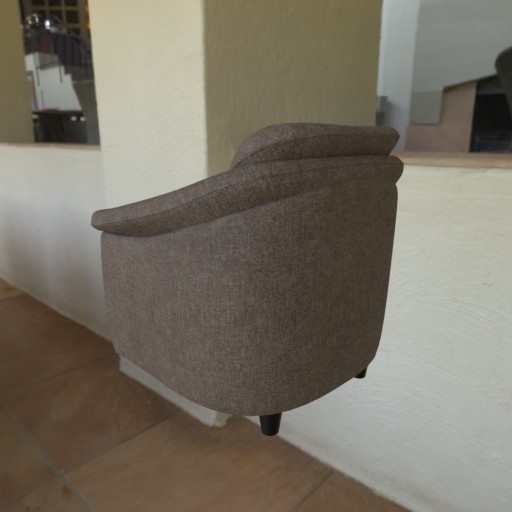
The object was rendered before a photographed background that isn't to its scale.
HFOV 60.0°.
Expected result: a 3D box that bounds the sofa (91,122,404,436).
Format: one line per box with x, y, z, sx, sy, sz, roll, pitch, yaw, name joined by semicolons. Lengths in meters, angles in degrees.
0.000;0.000;1.451;0.870;0.811;0.794;-14;20;-42;sofa
